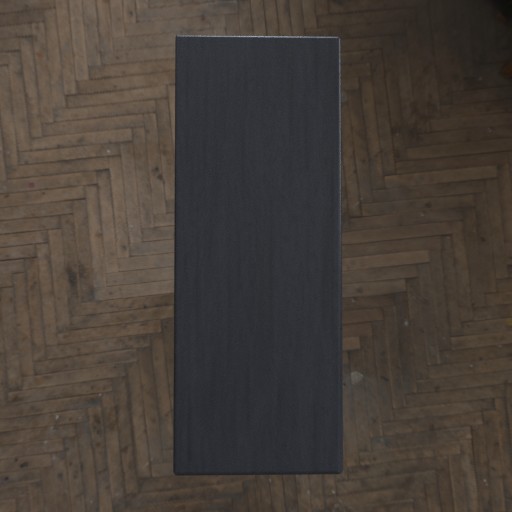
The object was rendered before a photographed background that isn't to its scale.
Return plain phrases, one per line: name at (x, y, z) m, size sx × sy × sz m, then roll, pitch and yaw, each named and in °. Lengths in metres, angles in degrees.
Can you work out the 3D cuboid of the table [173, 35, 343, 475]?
table at (0.000, 0.000, 1.554) m, size 0.459 × 0.735 × 1.184 m, roll 0°, pitch 89°, yaw -1°
